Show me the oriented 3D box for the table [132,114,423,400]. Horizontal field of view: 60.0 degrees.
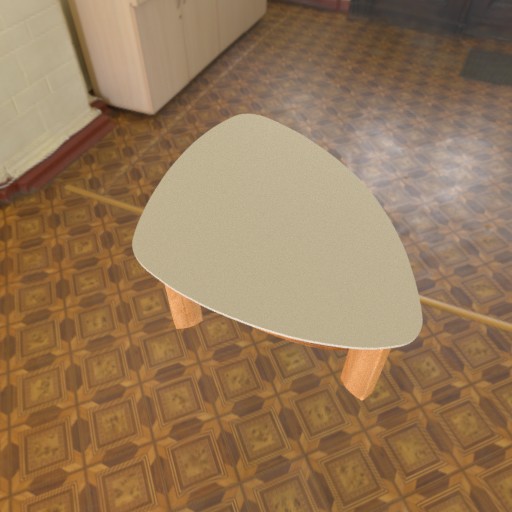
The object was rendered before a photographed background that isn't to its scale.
[{"bbox_3d":[0.000,0.000,1.676,0.850,0.440,1.250,-16,49,-15],"label":"table"}]
